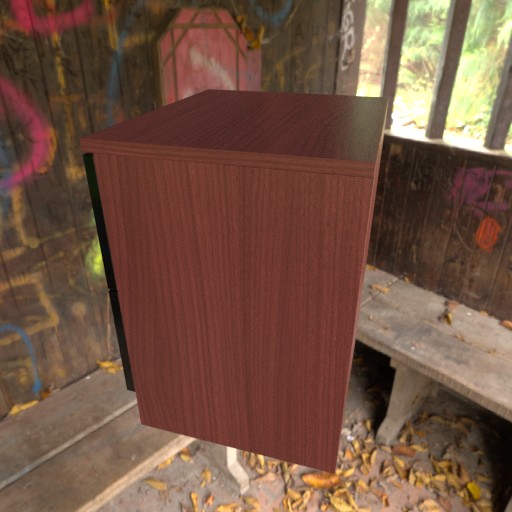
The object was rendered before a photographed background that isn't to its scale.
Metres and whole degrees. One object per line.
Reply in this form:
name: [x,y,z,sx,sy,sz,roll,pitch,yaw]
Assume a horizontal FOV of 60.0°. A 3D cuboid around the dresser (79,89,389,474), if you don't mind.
dresser: [0.000,0.000,0.753,0.360,0.470,0.400,8,30,14]
